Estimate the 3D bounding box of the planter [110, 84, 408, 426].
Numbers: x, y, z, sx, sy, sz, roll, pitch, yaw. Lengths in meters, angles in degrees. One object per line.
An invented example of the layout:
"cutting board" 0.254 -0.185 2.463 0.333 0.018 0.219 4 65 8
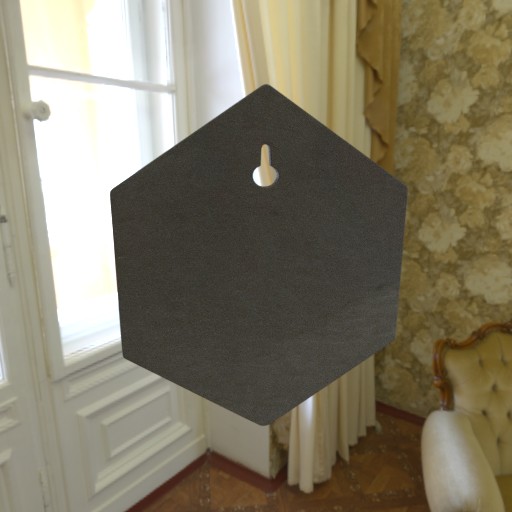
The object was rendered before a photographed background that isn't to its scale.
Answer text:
"planter" 0.000 0.000 0.296 0.169 0.206 0.077 -2 14 -8
